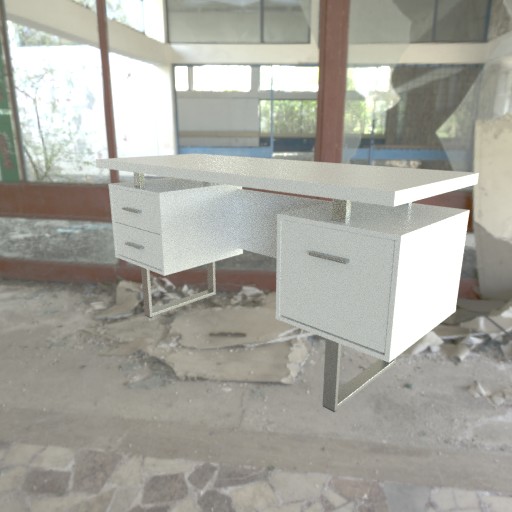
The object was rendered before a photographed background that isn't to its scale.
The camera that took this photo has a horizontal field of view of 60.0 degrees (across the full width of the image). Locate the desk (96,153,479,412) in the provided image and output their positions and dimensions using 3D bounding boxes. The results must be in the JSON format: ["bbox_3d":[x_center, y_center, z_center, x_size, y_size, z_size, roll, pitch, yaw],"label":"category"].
[{"bbox_3d":[0.000,0.000,1.916,1.530,0.773,0.603,15,22,41],"label":"desk"}]
